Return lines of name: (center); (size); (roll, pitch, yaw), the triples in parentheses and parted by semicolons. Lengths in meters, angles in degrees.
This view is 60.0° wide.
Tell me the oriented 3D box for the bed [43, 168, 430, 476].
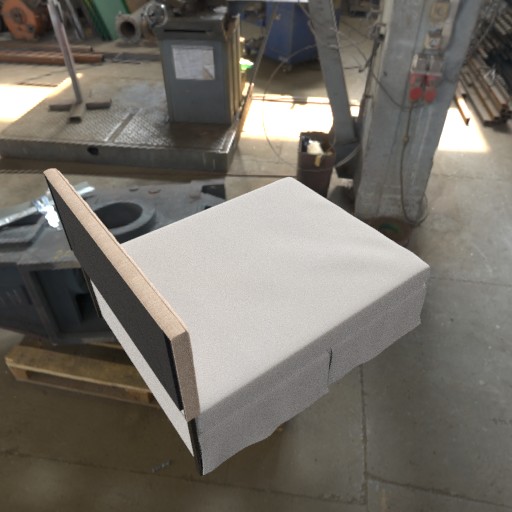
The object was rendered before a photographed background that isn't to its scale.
bed: (0.000, 0.000, 3.011); (1.978, 1.270, 1.643); (-26, 47, -27)
